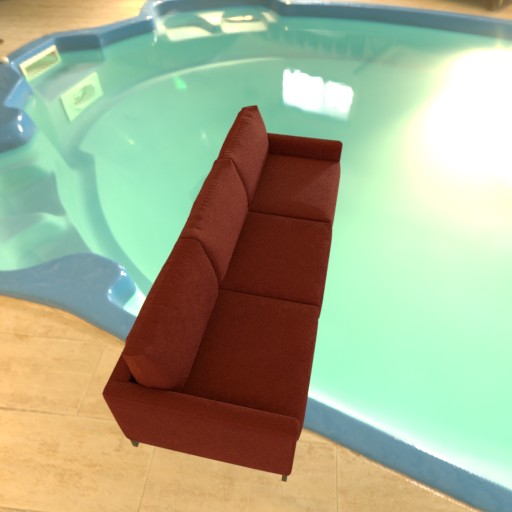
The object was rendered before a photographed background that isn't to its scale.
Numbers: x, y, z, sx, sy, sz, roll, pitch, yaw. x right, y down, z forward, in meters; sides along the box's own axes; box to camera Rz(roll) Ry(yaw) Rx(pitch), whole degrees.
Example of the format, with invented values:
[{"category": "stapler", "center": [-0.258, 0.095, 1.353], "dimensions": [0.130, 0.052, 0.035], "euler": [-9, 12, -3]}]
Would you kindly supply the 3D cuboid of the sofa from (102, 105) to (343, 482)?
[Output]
[{"category": "sofa", "center": [0.000, 0.000, 2.699], "dimensions": [0.875, 0.879, 2.252], "euler": [9, 47, 9]}]
